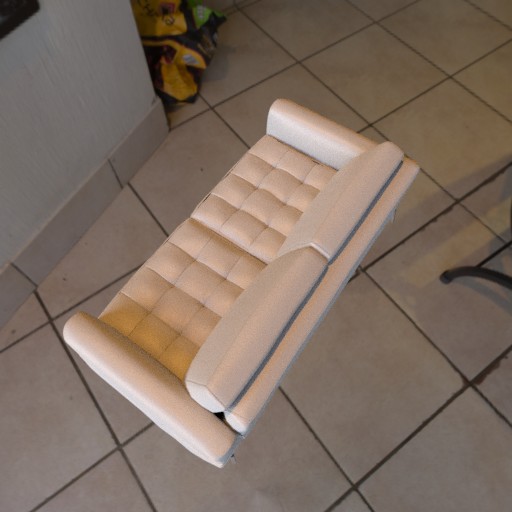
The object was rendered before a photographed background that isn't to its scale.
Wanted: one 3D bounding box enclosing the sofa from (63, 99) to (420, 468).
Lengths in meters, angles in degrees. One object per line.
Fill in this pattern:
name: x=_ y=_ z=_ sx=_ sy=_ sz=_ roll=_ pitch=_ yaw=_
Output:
sofa: x=0.000 y=0.000 z=2.703 sx=1.121 sy=0.930 sz=2.177 roll=32 pitch=67 yaw=16
